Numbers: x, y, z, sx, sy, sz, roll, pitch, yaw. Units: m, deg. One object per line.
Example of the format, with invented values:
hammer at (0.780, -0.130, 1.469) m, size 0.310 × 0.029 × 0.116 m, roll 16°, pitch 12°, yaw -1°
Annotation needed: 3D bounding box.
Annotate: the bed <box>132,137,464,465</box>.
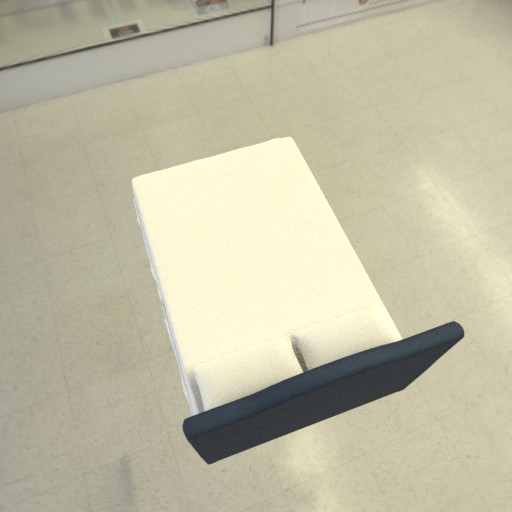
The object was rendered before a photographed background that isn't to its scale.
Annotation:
bed at (0.000, 0.000, 3.543) m, size 1.741 × 1.441 × 2.507 m, roll -17°, pitch 61°, yaw -10°
